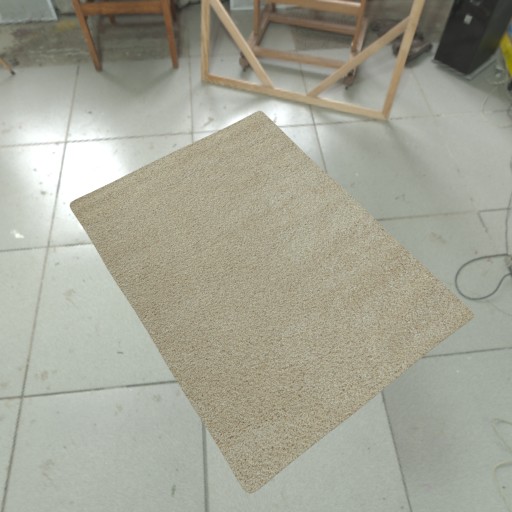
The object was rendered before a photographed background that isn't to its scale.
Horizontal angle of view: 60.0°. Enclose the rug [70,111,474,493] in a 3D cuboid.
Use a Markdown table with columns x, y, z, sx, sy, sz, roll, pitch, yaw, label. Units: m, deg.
| x | y | z | sx | sy | sz | roll | pitch | yaw | label |
| --- | --- | --- | --- | --- | --- | --- | --- | --- | --- |
| 0.000 | 0.000 | 2.082 | 1.199 | 0.025 | 1.600 | -31 | 63 | -18 | rug |
